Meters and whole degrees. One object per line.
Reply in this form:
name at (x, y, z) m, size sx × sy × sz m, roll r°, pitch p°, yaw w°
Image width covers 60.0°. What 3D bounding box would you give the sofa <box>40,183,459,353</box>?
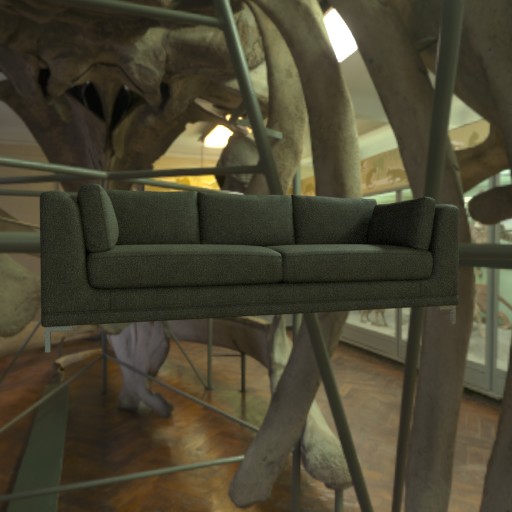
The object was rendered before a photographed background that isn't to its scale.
sofa at (0.000, 0.000, 2.869) m, size 2.415 × 0.867 × 0.969 m, roll 0°, pitch 2°, yaw -18°
